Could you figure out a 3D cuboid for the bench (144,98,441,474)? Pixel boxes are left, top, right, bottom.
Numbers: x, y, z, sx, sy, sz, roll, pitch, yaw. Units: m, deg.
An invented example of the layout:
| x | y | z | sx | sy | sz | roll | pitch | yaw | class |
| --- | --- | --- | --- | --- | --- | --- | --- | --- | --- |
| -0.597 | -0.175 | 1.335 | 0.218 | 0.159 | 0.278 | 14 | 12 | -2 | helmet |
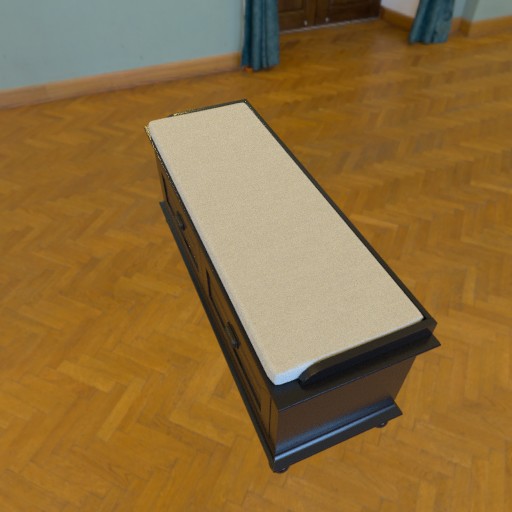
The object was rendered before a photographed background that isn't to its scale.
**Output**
| x | y | z | sx | sy | sz | roll | pitch | yaw | class |
| --- | --- | --- | --- | --- | --- | --- | --- | --- | --- |
| 0.000 | 0.000 | 1.461 | 0.402 | 0.501 | 1.185 | -17 | 49 | -16 | bench |
